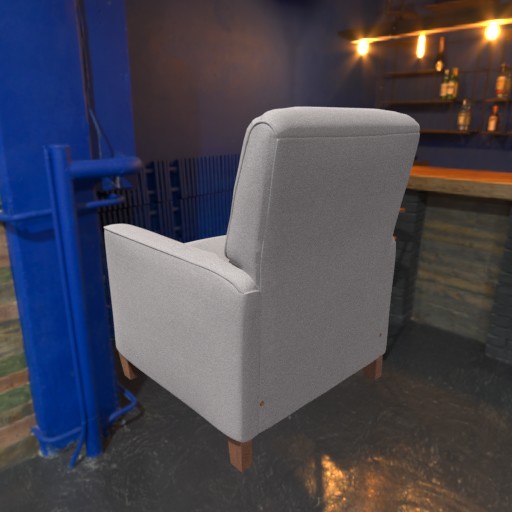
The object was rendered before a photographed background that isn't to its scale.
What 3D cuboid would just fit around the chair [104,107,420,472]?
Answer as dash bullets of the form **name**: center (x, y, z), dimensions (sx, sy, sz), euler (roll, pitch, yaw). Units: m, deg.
- **chair**: center (0.000, 0.000, 1.633), dimensions (0.845, 1.023, 0.859), euler (-16, 23, -41)
